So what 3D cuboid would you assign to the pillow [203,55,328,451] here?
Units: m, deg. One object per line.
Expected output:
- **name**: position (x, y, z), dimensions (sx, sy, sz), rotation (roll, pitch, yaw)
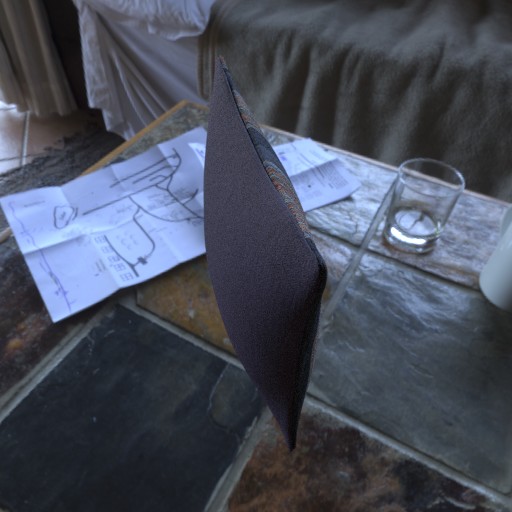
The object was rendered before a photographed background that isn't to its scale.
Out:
- **pillow**: position (0.000, 0.000, 0.655), dimensions (0.136, 0.419, 0.437), rotation (-11, 48, -10)
